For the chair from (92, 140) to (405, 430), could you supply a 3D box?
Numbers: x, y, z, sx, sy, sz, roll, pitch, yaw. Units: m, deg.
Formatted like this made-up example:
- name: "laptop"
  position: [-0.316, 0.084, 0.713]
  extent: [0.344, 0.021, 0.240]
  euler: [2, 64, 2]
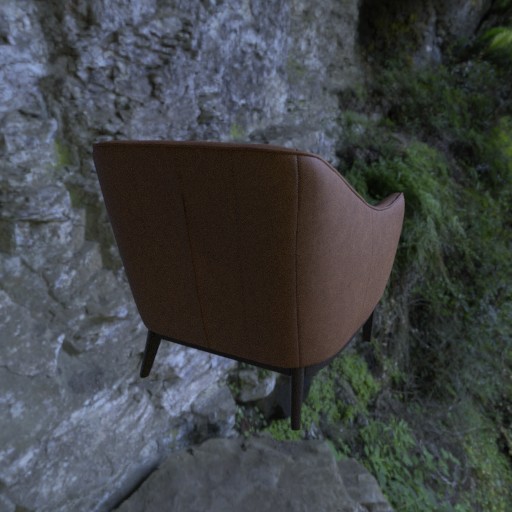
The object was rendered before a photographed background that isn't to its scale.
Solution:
- name: "chair"
  position: [0.000, 0.000, 1.585]
  extent: [0.871, 0.830, 0.852]
  euler: [9, 19, 27]
